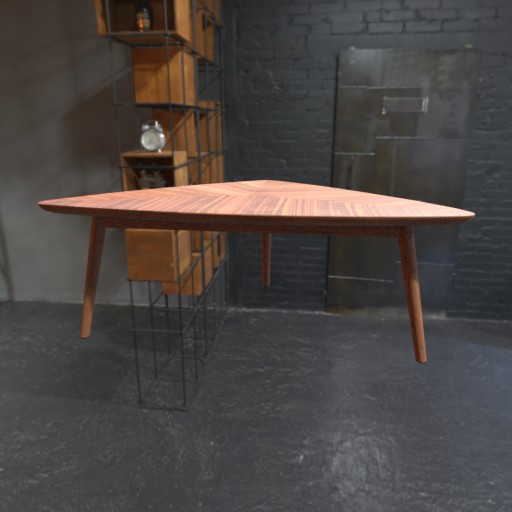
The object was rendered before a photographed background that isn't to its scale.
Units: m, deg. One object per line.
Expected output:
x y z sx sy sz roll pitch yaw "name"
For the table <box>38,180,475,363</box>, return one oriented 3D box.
0.000 0.000 1.276 1.008 0.365 0.601 2 17 8 "table"
